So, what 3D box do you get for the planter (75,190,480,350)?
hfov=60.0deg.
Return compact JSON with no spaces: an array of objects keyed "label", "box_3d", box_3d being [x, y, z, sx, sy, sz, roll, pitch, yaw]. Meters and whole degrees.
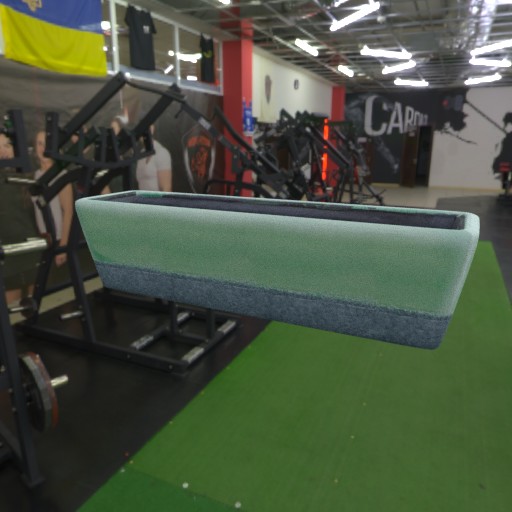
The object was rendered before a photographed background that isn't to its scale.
[{"label":"planter","box_3d":[0.000,0.000,0.312,0.275,0.072,0.072,7,17,25]}]
